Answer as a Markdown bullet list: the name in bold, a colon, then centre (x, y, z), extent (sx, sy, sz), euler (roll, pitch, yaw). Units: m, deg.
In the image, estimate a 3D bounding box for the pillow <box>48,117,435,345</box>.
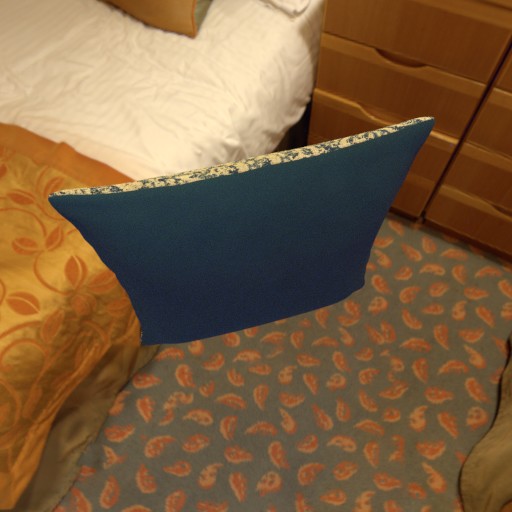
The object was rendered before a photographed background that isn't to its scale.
- **pillow**: centre (0.000, 0.000, 0.786), extent (0.523, 0.510, 0.166), euler (-13, 59, -8)
